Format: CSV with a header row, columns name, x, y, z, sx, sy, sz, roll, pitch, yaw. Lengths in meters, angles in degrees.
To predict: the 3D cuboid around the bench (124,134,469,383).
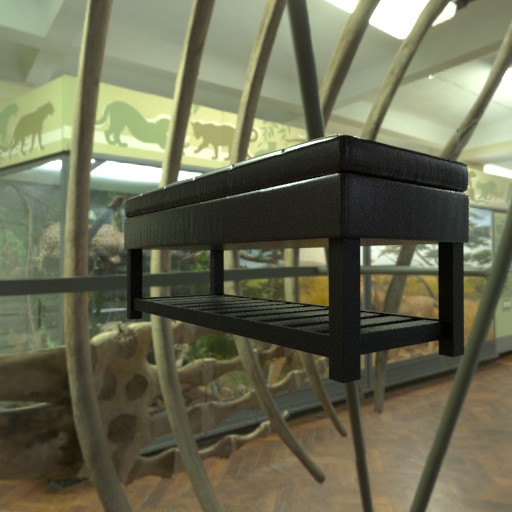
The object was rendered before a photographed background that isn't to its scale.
name,x,y,z,sx,sy,sz,roll,pitch,yaw
bench,0.000,0.000,1.337,0.432,0.460,1.105,0,-1,-36
